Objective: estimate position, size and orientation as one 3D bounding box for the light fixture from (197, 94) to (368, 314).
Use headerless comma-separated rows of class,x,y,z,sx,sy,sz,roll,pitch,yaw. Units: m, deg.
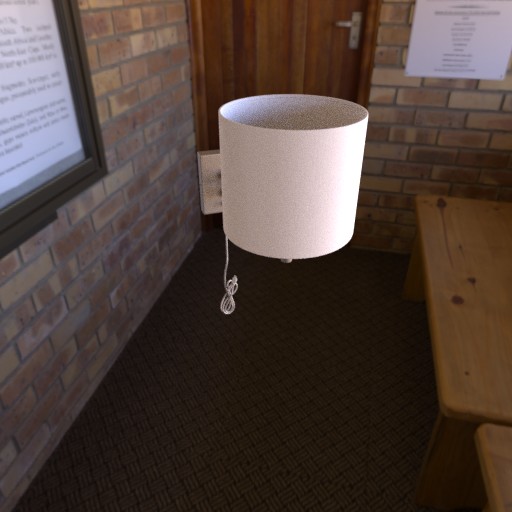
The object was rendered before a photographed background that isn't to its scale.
light fixture,0.000,0.000,0.904,0.203,0.651,0.516,-10,33,-16
